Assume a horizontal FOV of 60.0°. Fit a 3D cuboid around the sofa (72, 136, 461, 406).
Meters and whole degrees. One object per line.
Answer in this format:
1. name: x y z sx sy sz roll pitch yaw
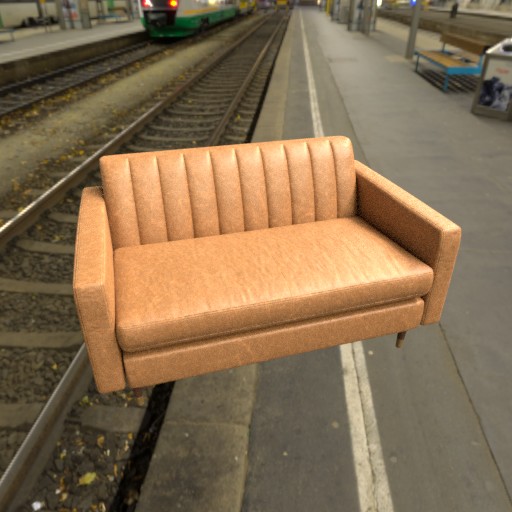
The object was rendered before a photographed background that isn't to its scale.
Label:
1. sofa: 0.000 0.000 2.115 1.549 0.820 0.960 -9 32 -14
